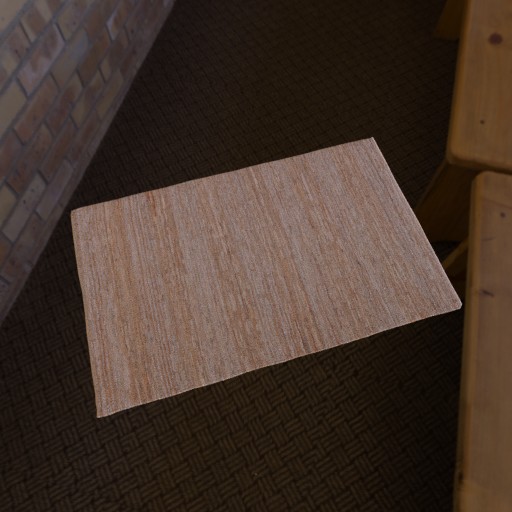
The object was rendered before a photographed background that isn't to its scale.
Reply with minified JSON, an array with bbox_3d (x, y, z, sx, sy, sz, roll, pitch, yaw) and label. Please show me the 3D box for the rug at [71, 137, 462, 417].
[{"bbox_3d":[0.000,0.000,3.132,2.446,0.009,1.529,-15,65,-7],"label":"rug"}]
